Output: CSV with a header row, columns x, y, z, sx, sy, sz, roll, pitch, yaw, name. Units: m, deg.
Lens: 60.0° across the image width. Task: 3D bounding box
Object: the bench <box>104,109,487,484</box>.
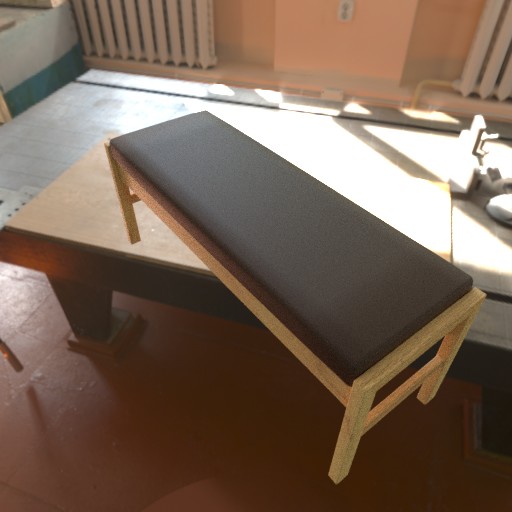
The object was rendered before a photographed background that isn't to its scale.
x,y,z,sx,sy,sz,roll,pitch,yaw,name
0.000,0.000,1.406,0.405,0.480,1.200,-27,49,-27,bench
